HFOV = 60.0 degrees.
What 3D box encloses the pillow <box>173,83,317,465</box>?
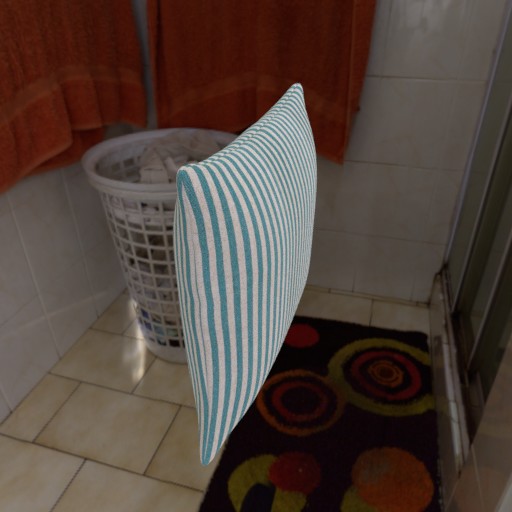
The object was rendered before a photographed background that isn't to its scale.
[{"bbox_3d":[0.000,0.000,0.800,0.166,0.510,0.523,10,33,16],"label":"pillow"}]
